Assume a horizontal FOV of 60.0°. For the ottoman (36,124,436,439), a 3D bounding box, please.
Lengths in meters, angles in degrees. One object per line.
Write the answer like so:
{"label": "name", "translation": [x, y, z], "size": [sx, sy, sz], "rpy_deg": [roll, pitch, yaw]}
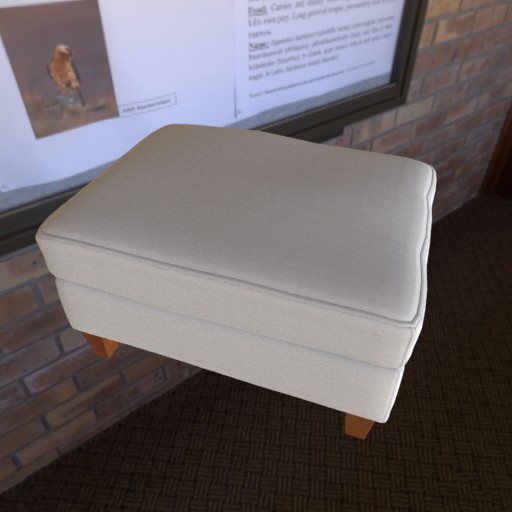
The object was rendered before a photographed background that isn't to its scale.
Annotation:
{"label": "ottoman", "translation": [0.000, 0.000, 1.186], "size": [0.818, 0.496, 0.634], "rpy_deg": [13, 42, 15]}
